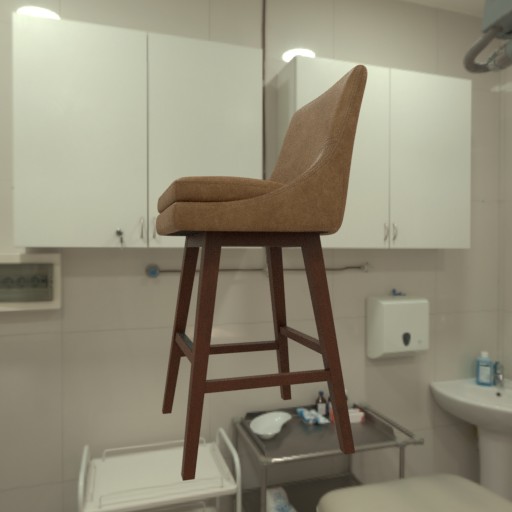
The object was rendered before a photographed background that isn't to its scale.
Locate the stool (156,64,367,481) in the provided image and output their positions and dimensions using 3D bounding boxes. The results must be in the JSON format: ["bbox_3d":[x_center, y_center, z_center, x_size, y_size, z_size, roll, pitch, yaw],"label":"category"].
[{"bbox_3d":[0.000,0.000,1.375,0.572,1.079,0.487,0,1,-18],"label":"stool"}]
